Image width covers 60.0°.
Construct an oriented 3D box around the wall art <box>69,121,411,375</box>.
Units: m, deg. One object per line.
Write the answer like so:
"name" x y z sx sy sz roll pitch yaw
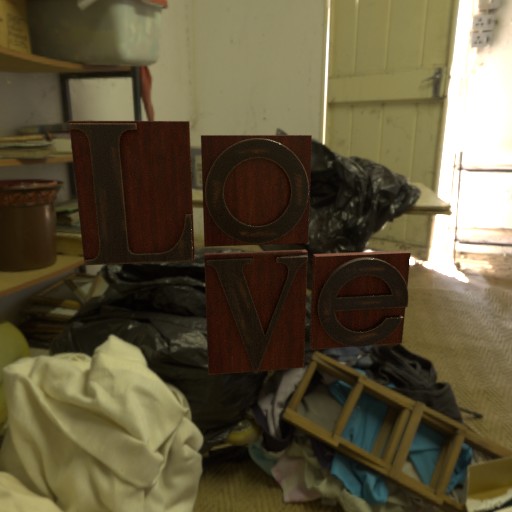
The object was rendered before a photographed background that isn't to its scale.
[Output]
"wall art" 0.000 0.000 0.855 0.635 0.497 0.030 -2 16 -8
